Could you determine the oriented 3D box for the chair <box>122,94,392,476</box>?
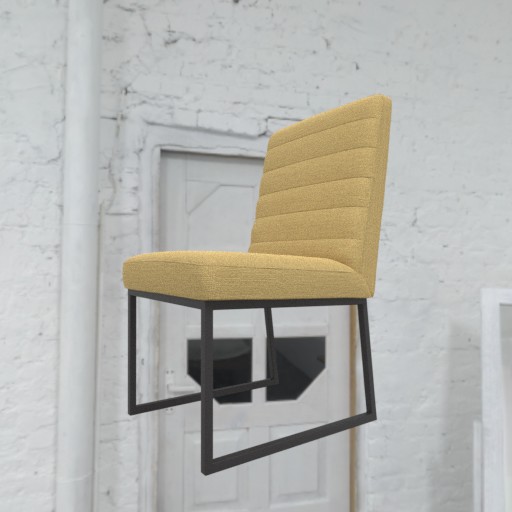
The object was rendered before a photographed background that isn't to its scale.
[{"bbox_3d":[0.000,0.000,1.296,0.634,0.930,0.520,0,0,-36],"label":"chair"}]
